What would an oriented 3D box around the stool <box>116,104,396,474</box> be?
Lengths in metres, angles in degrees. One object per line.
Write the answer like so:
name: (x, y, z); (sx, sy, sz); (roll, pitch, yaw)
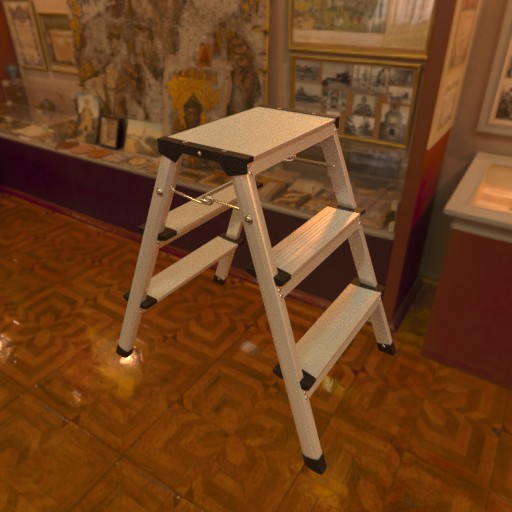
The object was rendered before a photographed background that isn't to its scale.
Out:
stool: (0.000, 0.000, 1.039); (0.622, 0.605, 0.437); (20, 36, 29)
